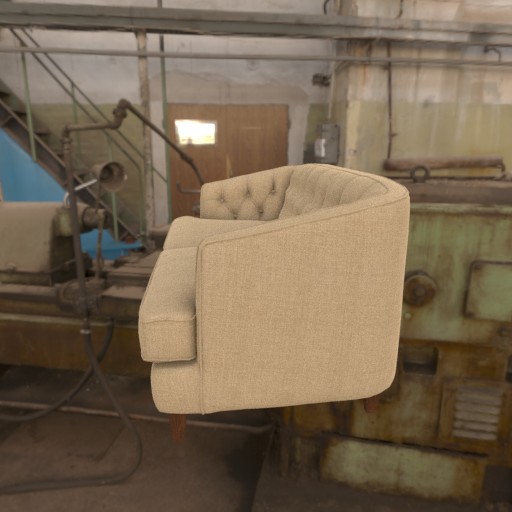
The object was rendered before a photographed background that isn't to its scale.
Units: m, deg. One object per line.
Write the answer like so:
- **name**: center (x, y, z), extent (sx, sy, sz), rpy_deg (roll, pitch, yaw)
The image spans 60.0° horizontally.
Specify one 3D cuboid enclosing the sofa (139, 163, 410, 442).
- **sofa**: center (0.000, 0.000, 2.206), extent (0.941, 0.855, 1.733), rpy_deg (-2, 15, -6)
